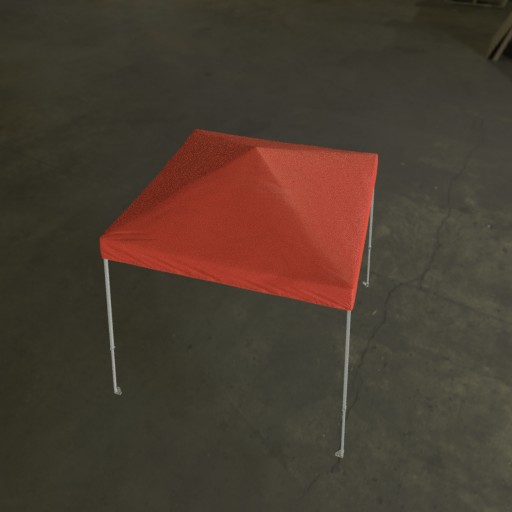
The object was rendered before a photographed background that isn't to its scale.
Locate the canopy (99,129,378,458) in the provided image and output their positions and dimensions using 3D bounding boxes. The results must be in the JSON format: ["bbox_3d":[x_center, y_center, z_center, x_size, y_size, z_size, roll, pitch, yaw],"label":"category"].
[{"bbox_3d":[0.000,0.000,5.295,2.850,2.850,2.849,11,43,12],"label":"canopy"}]
